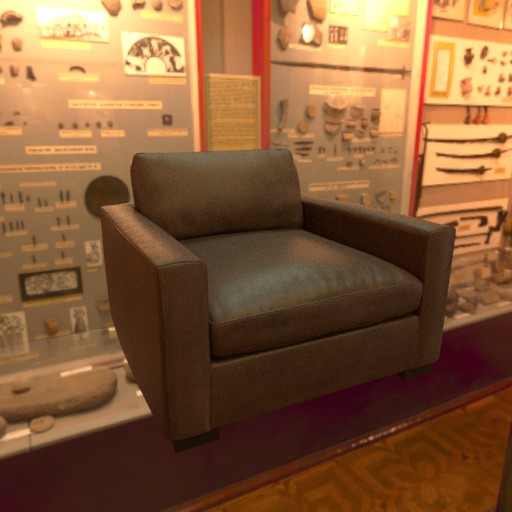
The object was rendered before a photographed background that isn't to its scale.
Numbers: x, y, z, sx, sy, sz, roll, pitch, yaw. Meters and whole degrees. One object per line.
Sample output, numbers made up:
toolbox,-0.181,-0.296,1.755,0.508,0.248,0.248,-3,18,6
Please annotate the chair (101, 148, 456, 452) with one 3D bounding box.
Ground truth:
chair,0.000,0.000,1.795,1.100,0.812,1.069,-8,17,-25
